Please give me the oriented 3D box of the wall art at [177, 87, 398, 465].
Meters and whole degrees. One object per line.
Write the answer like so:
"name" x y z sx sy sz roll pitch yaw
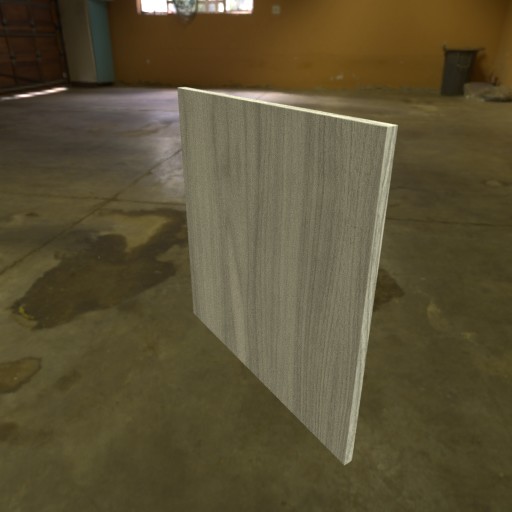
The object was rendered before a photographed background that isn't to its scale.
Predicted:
"wall art" 0.000 0.000 0.762 0.016 0.507 0.508 -17 31 -30
